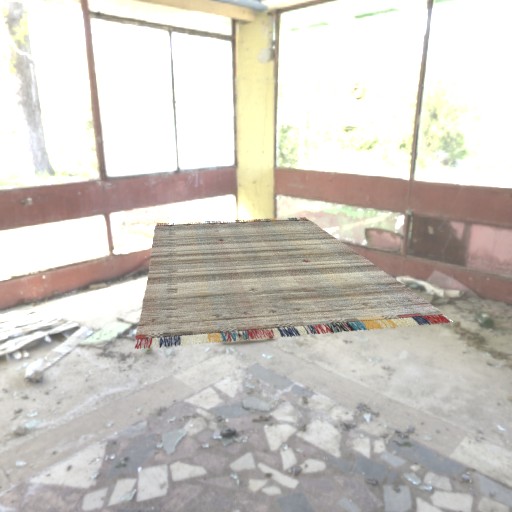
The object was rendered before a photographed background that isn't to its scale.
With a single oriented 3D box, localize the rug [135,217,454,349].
[{"bbox_3d":[0.000,0.000,3.086,1.465,0.012,2.465,-3,17,-10],"label":"rug"}]
